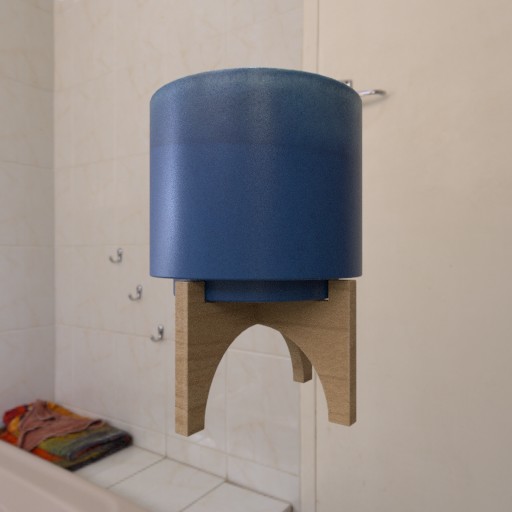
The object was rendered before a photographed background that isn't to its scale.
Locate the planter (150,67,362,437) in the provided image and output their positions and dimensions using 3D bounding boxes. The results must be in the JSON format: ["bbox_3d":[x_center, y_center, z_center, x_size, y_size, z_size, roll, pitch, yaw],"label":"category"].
[{"bbox_3d":[0.000,0.000,0.559,0.261,0.367,0.261,0,0,0],"label":"planter"}]
